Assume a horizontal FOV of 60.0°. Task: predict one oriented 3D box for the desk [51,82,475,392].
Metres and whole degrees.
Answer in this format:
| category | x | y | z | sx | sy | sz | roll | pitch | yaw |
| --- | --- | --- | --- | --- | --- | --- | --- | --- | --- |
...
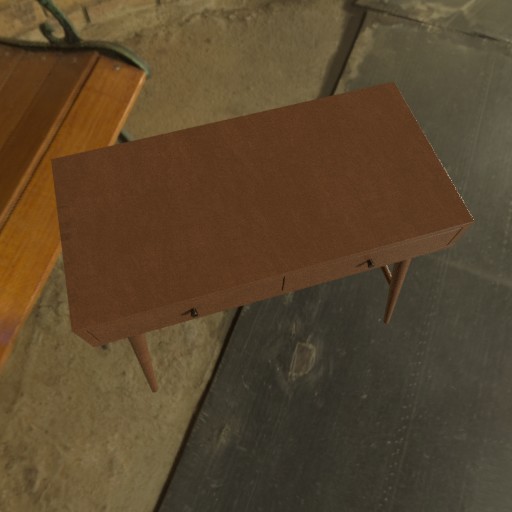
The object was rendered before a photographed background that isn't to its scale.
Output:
| category | x | y | z | sx | sy | sz | roll | pitch | yaw |
| --- | --- | --- | --- | --- | --- | --- | --- | --- | --- |
| desk | 0.000 | 0.000 | 1.433 | 0.949 | 0.758 | 0.510 | -15 | 66 | -7 |
